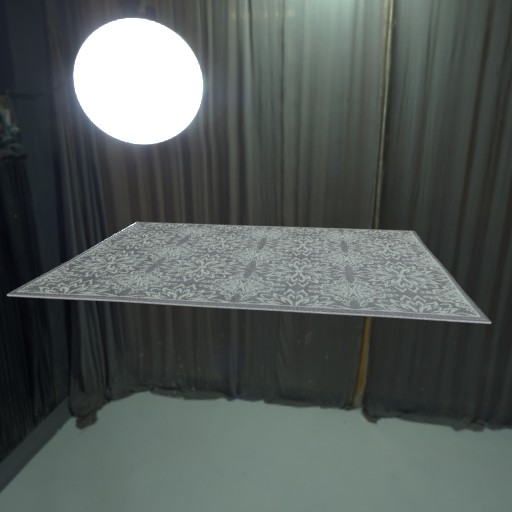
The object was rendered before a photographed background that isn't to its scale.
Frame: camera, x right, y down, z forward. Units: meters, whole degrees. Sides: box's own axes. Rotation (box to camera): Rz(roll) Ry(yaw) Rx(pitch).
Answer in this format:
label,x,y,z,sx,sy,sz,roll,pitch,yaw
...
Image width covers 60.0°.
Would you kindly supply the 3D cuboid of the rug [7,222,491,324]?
label,x,y,z,sx,sy,sz,roll,pitch,yaw
rug,0.000,0.000,2.759,2.213,0.014,1.608,2,17,8
